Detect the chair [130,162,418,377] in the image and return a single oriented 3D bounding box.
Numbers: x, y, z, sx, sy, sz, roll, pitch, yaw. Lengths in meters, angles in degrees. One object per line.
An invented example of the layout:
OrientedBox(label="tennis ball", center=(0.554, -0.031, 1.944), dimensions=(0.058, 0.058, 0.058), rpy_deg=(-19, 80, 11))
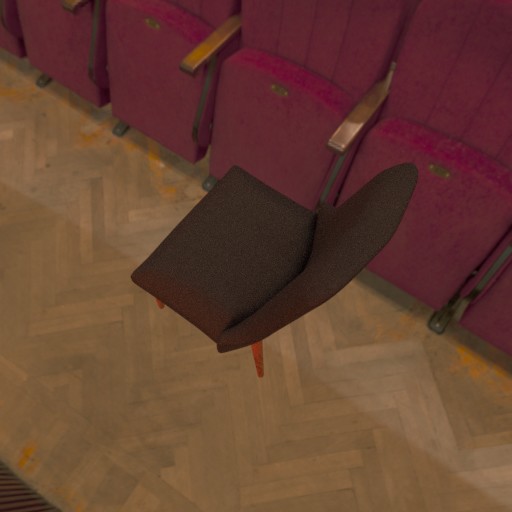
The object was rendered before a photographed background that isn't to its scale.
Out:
OrientedBox(label="chair", center=(0.000, 0.000, 1.178), dimensions=(0.567, 0.820, 0.504), rpy_deg=(33, 68, 15))
